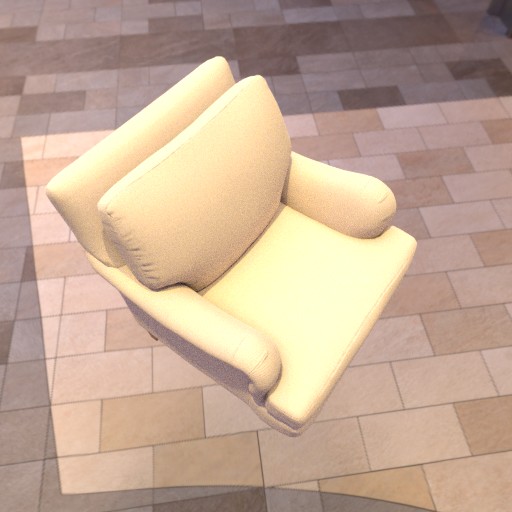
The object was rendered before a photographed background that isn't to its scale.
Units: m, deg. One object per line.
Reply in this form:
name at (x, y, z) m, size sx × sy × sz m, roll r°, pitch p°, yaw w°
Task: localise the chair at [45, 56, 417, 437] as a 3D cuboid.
chair at (0.000, 0.000, 1.815) m, size 1.070 × 1.038 × 0.955 m, roll 32°, pitch 63°, yaw 19°
